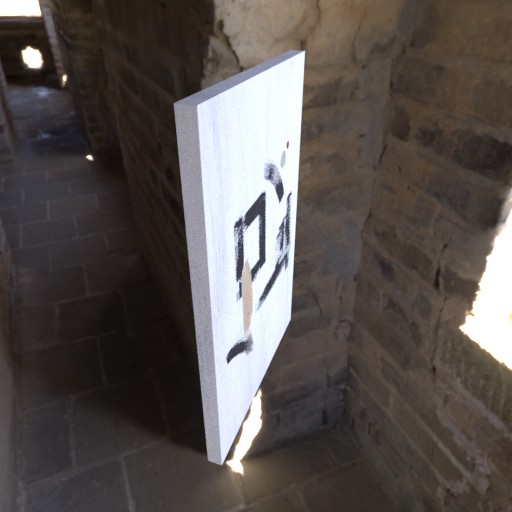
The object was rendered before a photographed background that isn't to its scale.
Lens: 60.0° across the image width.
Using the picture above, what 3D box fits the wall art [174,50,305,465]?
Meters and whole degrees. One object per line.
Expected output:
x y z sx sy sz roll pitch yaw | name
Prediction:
0.000 0.000 1.165 0.043 0.914 0.624 11 34 17 | wall art
